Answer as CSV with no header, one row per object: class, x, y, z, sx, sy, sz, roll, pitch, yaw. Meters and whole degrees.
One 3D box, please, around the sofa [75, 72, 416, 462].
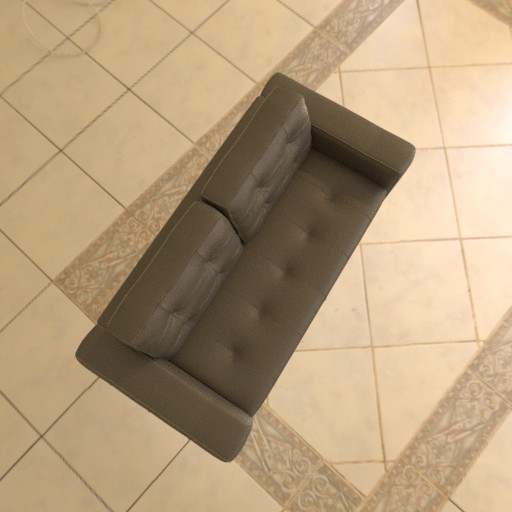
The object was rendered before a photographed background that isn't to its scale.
sofa,0.000,0.000,2.218,0.833,0.892,1.726,31,78,8
